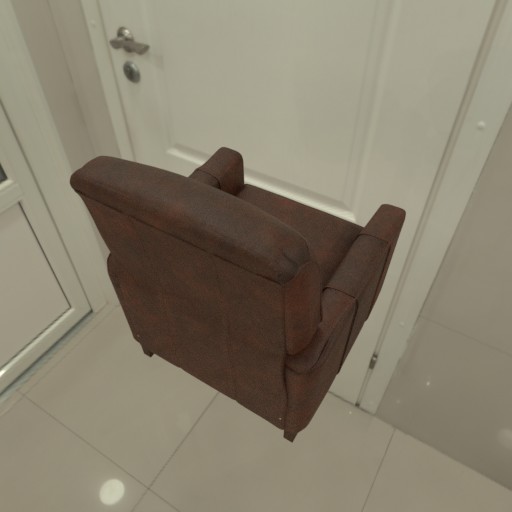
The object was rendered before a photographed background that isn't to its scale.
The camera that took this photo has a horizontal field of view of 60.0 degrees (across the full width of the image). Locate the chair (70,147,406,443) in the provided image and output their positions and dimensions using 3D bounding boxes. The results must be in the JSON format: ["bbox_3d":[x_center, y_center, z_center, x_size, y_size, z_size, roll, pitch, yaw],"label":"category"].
[{"bbox_3d":[0.000,0.000,1.627,0.843,1.043,0.836,24,51,21],"label":"chair"}]
